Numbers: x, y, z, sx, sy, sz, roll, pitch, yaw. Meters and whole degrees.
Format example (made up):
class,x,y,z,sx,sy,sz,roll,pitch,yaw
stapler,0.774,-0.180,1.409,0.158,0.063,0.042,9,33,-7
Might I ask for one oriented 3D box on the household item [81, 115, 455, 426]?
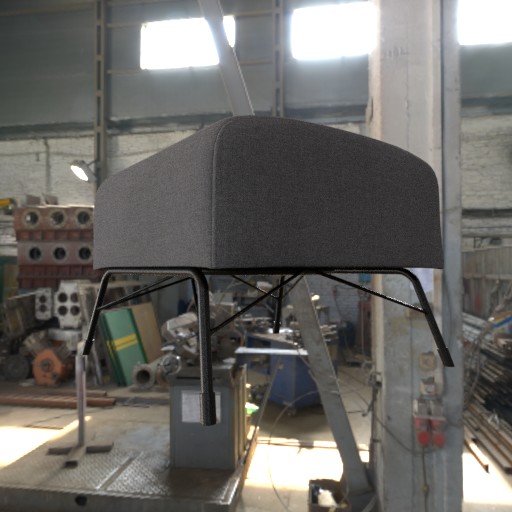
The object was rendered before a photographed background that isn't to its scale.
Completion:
class,x,y,z,sx,sy,sz,roll,pitch,yaw
household item,0.000,0.000,0.880,0.530,0.410,0.530,1,-2,-36
